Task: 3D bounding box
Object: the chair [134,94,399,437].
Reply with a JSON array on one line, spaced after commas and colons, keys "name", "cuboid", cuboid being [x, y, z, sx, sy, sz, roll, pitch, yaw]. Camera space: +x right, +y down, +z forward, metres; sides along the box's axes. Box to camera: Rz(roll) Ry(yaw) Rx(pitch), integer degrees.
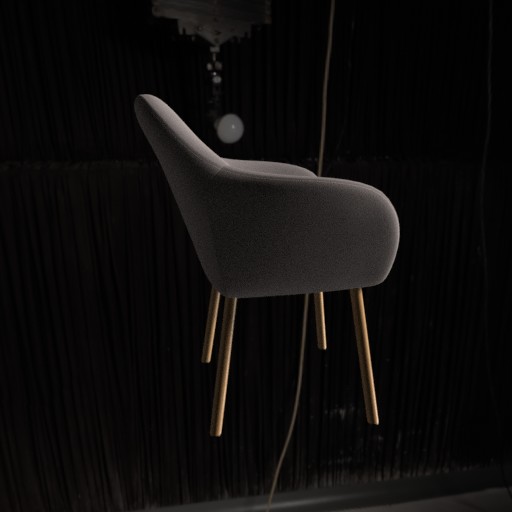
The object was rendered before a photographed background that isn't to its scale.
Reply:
[{"name": "chair", "cuboid": [0.000, 0.000, 1.232, 0.590, 0.830, 0.570, -3, 16, -10]}]
